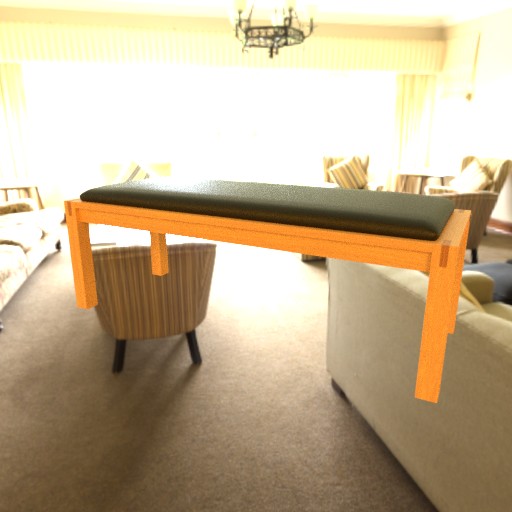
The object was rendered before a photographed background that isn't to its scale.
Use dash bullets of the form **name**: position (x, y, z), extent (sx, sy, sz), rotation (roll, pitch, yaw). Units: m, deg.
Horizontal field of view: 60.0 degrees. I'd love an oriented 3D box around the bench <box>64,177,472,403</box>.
- **bench**: position (0.000, 0.000, 1.434), extent (1.202, 0.430, 0.450), rotation (9, 19, 27)
